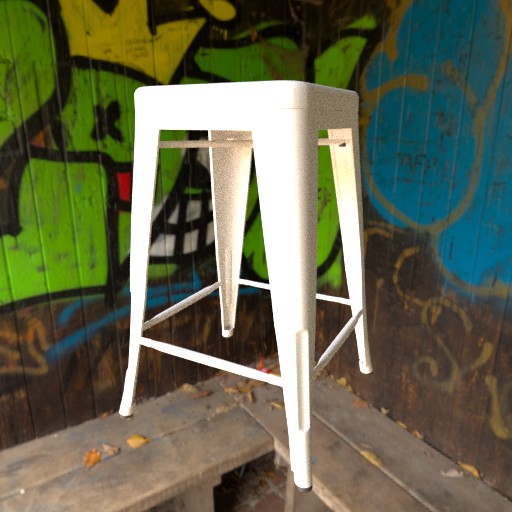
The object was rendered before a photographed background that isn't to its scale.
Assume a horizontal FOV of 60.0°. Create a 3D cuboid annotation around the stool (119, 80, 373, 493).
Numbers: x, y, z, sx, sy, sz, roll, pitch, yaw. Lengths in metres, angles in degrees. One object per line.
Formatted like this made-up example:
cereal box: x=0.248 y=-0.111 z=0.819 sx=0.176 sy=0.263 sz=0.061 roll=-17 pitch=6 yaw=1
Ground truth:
stool: x=0.000 y=0.000 z=0.863 sx=0.406 sy=0.610 sz=0.406 roll=9 pitch=19 yaw=27
